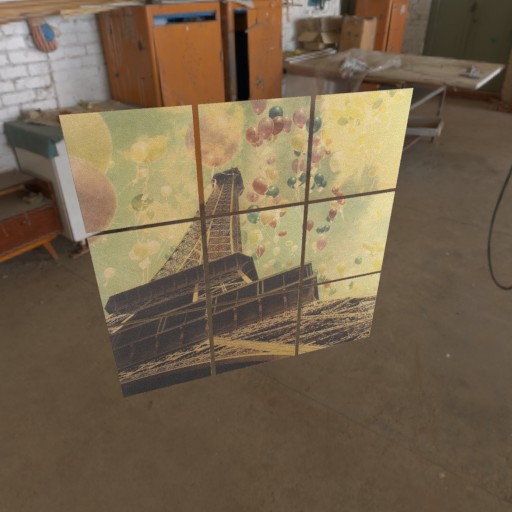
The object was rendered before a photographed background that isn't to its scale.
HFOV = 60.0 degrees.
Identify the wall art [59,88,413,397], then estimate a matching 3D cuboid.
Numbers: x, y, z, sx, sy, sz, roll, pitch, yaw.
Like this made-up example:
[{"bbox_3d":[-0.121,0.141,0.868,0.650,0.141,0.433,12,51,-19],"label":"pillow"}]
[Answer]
[{"bbox_3d":[0.000,0.000,2.216,1.517,1.505,0.002,-10,33,-16],"label":"wall art"}]
